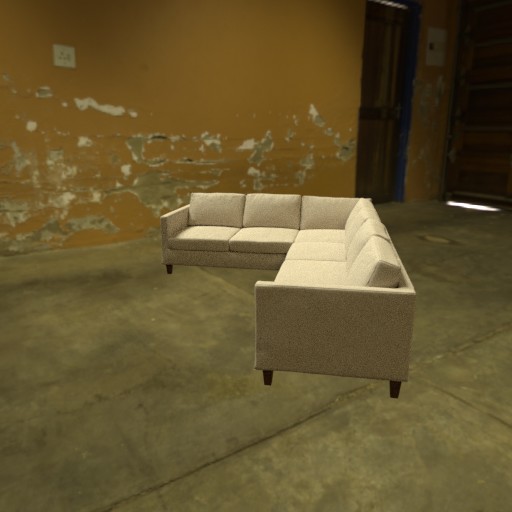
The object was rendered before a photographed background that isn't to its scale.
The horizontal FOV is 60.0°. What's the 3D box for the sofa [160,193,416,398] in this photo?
[{"bbox_3d":[0.000,0.000,4.244,2.432,0.863,3.182,3,15,10],"label":"sofa"}]
